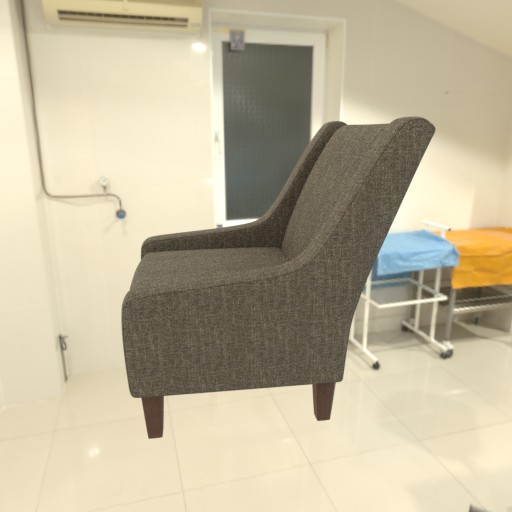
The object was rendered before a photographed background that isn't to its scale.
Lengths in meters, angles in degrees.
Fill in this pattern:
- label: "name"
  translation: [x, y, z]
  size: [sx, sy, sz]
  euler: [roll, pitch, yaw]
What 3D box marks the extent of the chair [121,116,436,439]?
- label: "chair"
  translation: [0.000, 0.000, 1.711]
  size: [0.944, 1.012, 0.793]
  euler: [-3, 16, -9]
